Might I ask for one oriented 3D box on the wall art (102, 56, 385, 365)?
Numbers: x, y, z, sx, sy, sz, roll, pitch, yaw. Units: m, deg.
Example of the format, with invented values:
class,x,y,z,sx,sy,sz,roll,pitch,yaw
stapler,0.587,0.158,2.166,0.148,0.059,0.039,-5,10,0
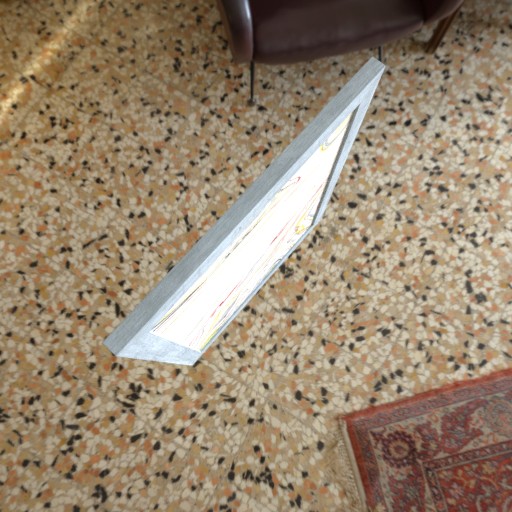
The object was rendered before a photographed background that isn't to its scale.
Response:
class,x,y,z,sx,sy,sz,roll,pitch,yaw
wall art,0.000,0.000,0.802,0.022,0.582,0.479,40,79,10
